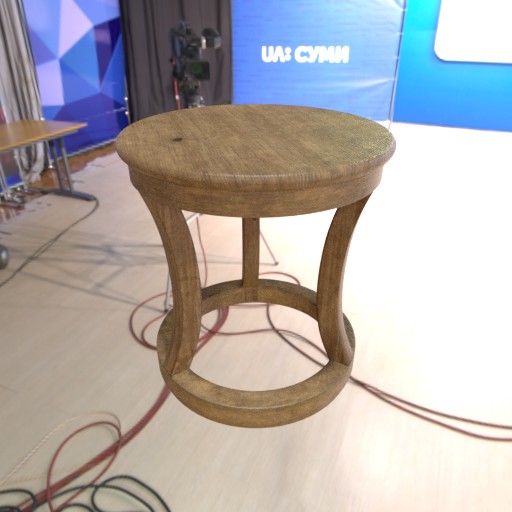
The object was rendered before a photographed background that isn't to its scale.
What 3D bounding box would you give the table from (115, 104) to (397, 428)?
[{"bbox_3d":[0.000,0.000,0.816,0.432,0.460,0.432,0,30,0],"label":"table"}]
